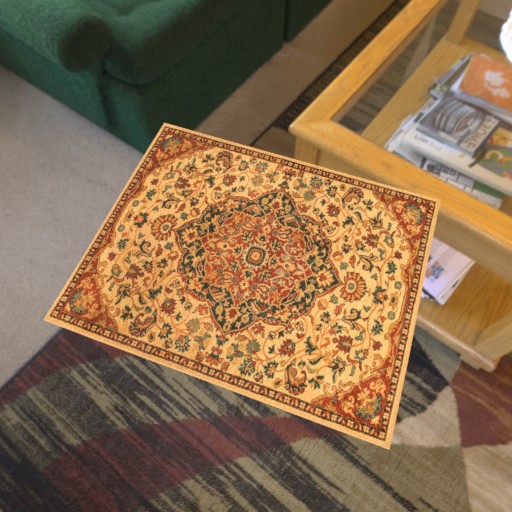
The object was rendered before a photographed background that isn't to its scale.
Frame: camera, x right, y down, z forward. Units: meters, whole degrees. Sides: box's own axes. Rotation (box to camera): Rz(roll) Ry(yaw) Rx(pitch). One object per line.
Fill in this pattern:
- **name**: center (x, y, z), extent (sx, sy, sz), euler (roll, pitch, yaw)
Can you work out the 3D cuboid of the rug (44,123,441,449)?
- **rug**: center (0.000, 0.000, 4.166), extent (3.067, 0.005, 2.454), euler (18, 64, 9)
